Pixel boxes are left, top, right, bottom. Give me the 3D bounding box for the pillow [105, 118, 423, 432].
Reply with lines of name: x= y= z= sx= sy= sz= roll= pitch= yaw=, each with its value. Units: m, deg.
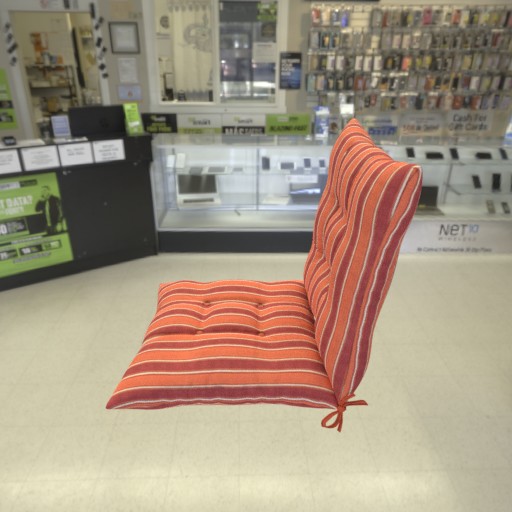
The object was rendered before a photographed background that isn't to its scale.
pillow: x=0.000 y=0.000 z=0.999 sx=0.585 sy=0.536 sz=0.541 roll=0 pitch=26 yaw=1
